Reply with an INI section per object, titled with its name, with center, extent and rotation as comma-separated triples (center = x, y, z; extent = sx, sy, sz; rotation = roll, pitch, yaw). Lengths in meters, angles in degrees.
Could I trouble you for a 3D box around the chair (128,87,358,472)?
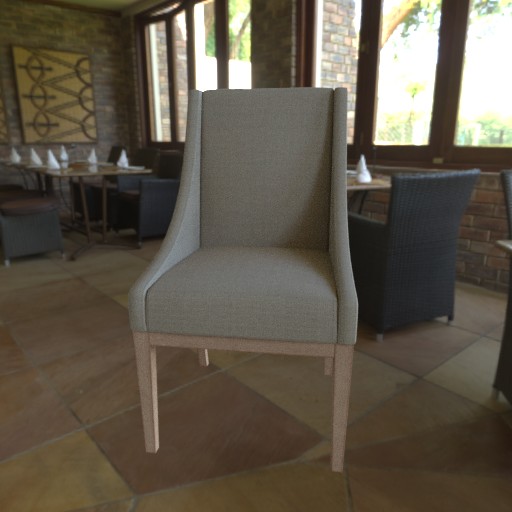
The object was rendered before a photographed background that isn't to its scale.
[chair]
center = 0.000, 0.000, 1.361
extent = 0.575, 1.021, 0.611
rotation = 2, 15, 8
